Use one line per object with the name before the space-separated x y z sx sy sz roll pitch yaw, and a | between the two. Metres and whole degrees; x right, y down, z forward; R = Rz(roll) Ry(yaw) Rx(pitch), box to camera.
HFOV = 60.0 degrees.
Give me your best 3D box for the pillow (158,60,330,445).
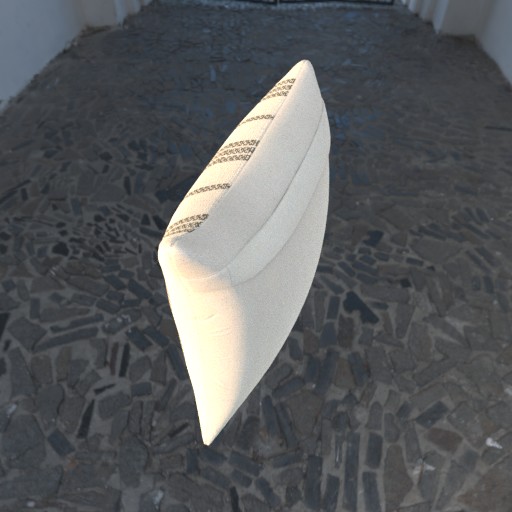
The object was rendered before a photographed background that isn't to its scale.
pillow | 0.000 0.000 0.633 0.173 0.406 0.405 15 48 14
